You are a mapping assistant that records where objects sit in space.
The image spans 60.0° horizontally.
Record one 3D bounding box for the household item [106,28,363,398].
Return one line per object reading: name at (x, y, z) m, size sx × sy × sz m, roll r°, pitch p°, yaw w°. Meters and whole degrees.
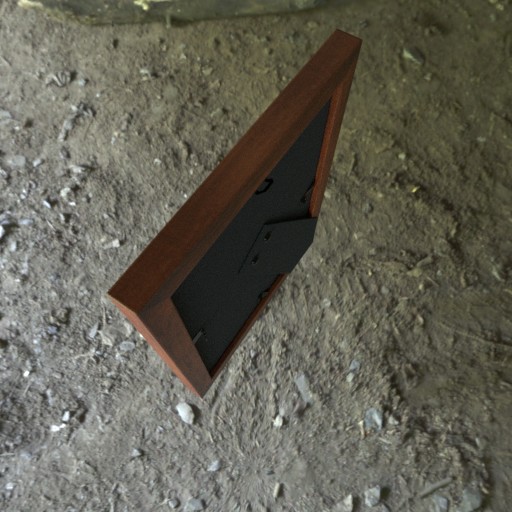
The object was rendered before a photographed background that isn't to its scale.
household item at (0.000, 0.000, 0.335) m, size 0.020 × 0.250 × 0.200 m, roll 31°, pitch 68°, yaw 14°
